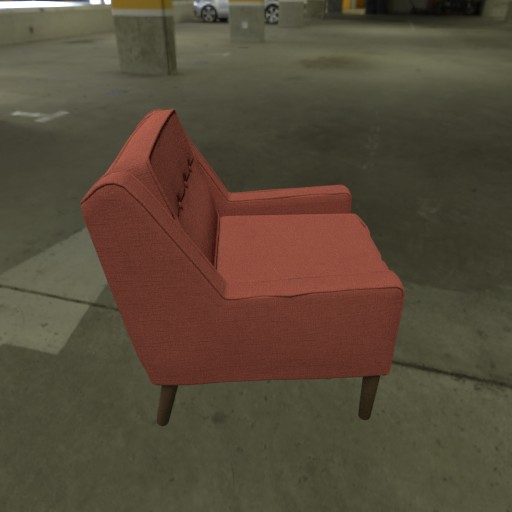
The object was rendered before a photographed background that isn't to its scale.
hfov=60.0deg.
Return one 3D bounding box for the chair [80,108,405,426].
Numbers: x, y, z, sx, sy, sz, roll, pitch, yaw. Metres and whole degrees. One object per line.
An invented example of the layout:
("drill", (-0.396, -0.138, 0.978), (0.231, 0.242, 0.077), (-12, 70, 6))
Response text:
("chair", (0.000, 0.000, 1.390), (0.770, 0.812, 0.680), (-1, 31, -2))
